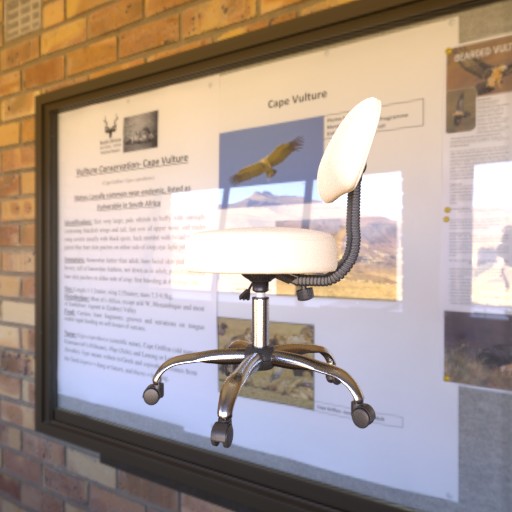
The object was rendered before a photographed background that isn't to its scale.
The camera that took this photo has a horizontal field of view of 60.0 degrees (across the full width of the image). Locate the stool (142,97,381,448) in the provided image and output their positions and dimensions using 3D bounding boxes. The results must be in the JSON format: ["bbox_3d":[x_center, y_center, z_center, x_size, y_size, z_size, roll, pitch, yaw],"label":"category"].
[{"bbox_3d":[0.000,0.000,1.221,0.616,0.810,0.609,0,0,-1],"label":"stool"}]
